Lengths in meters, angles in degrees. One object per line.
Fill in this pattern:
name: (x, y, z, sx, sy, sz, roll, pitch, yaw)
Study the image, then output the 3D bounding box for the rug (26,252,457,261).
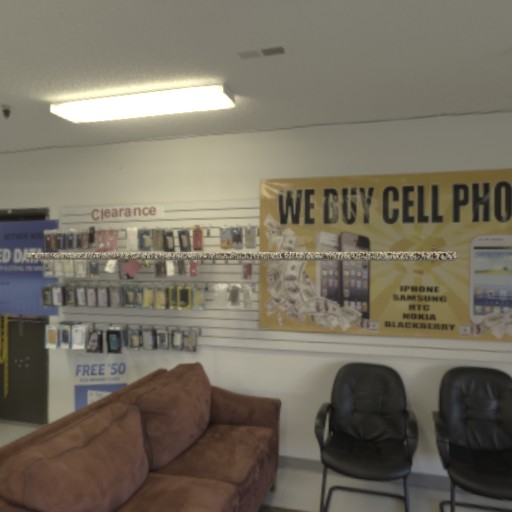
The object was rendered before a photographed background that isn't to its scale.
rug: (0.000, 0.000, 2.268, 1.778, 0.030, 1.219, 0, 0, 19)
